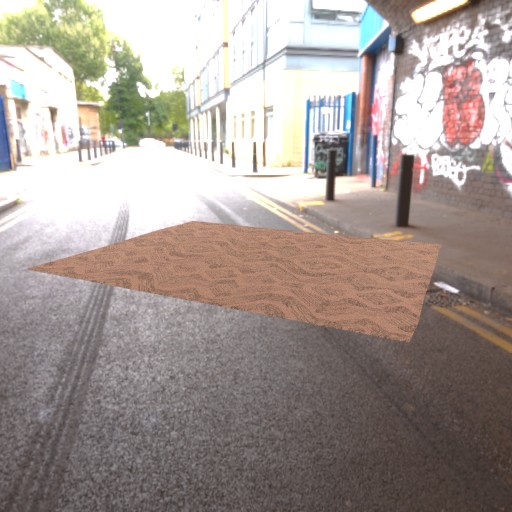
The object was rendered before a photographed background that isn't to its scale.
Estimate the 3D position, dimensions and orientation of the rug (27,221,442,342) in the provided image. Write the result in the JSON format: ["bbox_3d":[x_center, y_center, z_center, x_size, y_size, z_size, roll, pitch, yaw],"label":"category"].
[{"bbox_3d":[0.000,0.000,4.069,3.054,0.030,2.430,7,17,25],"label":"rug"}]
